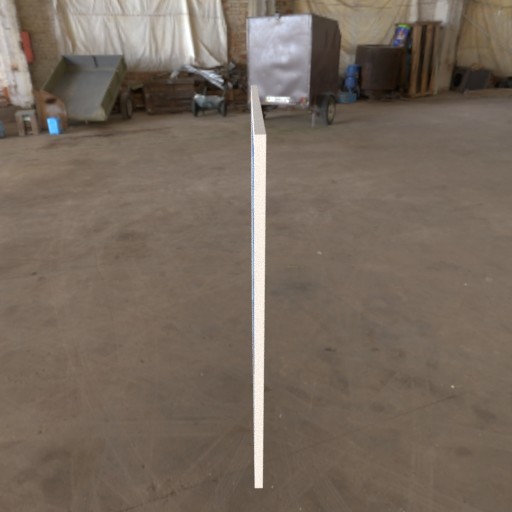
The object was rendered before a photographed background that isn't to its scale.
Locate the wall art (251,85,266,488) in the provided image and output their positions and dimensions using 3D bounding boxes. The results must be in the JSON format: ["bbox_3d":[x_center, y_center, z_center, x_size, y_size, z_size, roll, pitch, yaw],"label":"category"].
[{"bbox_3d":[0.000,0.000,0.995,0.015,0.660,0.660,0,26,-1],"label":"wall art"}]
